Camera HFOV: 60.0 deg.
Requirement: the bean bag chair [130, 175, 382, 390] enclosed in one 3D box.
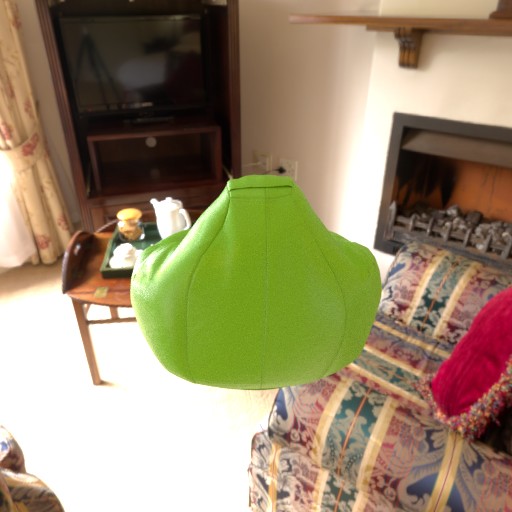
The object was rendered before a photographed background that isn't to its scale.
[{"bbox_3d":[0.000,0.000,1.903,1.070,0.990,1.070,-2,30,-3],"label":"bean bag chair"}]
